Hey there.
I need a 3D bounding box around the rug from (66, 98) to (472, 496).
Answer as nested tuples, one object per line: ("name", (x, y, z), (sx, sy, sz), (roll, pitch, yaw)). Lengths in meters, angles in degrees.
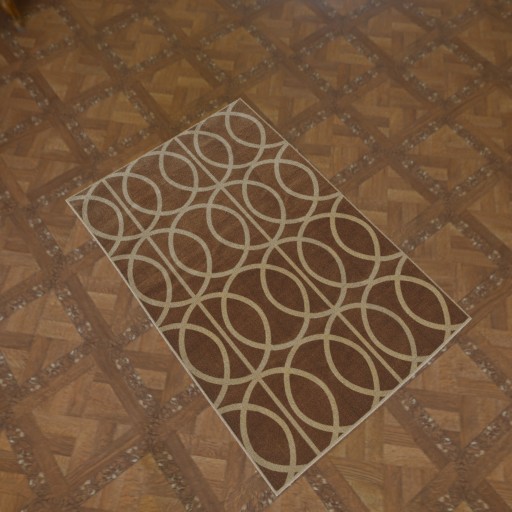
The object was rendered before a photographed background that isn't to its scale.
("rug", (0.000, 0.000, 2.852), (1.528, 0.014, 2.294), (-36, 69, -16))
